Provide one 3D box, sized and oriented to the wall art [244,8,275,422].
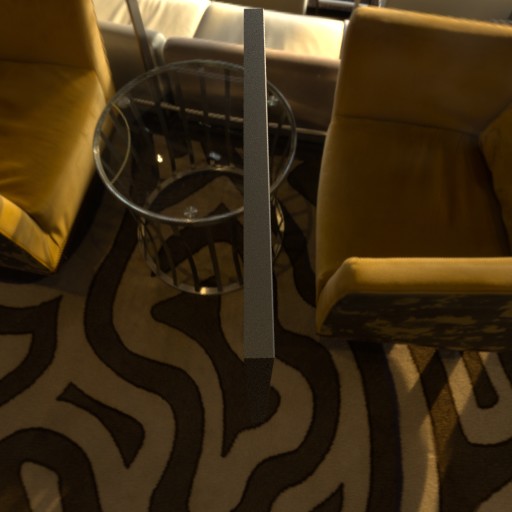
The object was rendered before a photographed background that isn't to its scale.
[{"bbox_3d":[0.000,0.000,0.681,0.025,0.508,0.432,-1,64,0],"label":"wall art"}]
